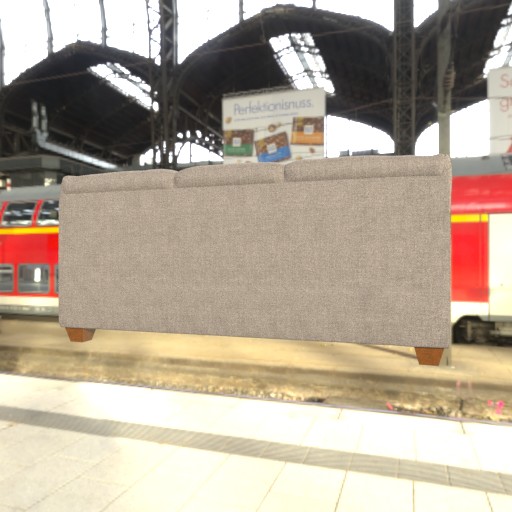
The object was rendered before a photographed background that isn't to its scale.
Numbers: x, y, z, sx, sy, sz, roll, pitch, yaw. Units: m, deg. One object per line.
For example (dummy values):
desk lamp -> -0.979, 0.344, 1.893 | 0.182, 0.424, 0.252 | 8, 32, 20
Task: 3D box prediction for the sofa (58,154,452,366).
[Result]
sofa -> 0.000, 0.000, 2.613 | 2.024, 0.958, 0.997 | 0, 0, 17
